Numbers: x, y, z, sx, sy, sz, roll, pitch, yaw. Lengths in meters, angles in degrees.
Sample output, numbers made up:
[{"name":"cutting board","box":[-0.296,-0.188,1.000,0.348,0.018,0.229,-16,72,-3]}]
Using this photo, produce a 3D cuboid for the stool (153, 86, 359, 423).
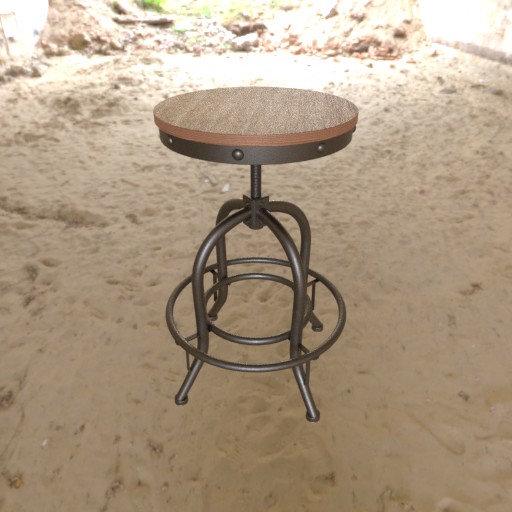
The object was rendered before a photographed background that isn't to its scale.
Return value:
[{"name":"stool","box":[0.000,0.000,0.926,0.439,0.609,0.439,-21,37,-30]}]
